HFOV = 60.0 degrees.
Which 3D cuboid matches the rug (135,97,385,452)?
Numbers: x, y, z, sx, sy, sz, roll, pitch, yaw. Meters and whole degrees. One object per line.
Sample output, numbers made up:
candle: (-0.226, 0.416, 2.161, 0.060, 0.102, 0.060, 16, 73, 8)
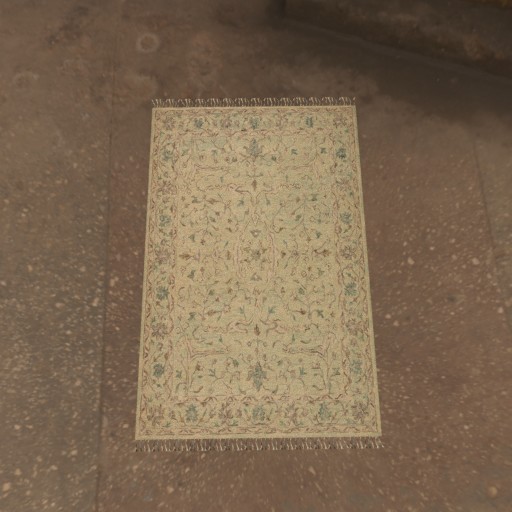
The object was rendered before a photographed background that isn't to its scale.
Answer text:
rug: (0.000, 0.000, 2.998, 1.544, 0.010, 2.435, -1, 75, 0)
